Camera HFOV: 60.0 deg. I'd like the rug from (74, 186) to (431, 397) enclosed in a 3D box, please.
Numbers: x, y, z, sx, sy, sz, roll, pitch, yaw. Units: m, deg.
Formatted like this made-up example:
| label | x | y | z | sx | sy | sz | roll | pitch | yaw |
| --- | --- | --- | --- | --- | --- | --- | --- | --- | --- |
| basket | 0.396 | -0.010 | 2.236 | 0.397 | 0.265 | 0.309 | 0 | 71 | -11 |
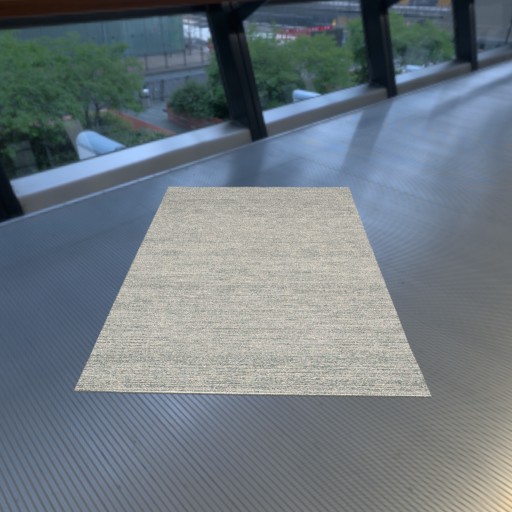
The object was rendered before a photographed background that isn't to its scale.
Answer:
| label | x | y | z | sx | sy | sz | roll | pitch | yaw |
| --- | --- | --- | --- | --- | --- | --- | --- | --- | --- |
| rug | 0.000 | 0.000 | 2.976 | 1.616 | 0.030 | 2.338 | 1 | 32 | 1 |
